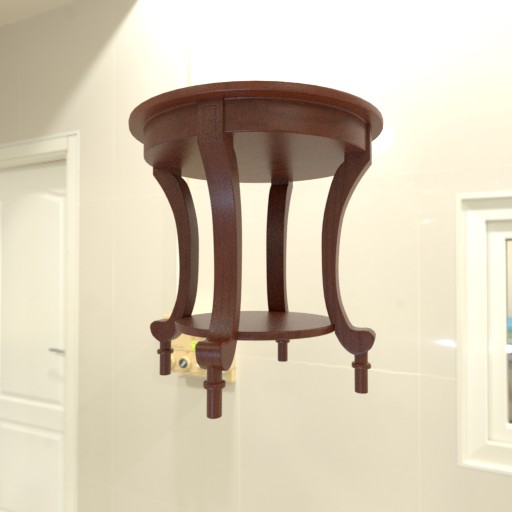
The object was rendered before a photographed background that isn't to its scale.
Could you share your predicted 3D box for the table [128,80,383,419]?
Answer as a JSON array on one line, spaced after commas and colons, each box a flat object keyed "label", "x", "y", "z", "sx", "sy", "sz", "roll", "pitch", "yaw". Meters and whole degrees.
[{"label": "table", "x": 0.000, "y": 0.000, "z": 1.075, "sx": 0.597, "sy": 0.612, "sz": 0.597, "roll": 0, "pitch": -1, "yaw": 0}]
